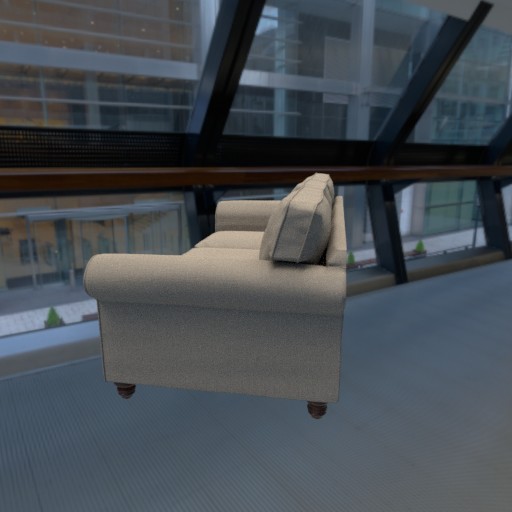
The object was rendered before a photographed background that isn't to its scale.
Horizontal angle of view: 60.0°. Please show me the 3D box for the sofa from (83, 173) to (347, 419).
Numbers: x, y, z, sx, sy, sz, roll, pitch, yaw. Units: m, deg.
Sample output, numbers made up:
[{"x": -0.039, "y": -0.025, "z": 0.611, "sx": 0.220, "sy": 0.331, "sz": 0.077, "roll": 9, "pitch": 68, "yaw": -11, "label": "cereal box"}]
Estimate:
[{"x": 0.000, "y": 0.000, "z": 2.613, "sx": 0.998, "sy": 0.889, "sz": 2.118, "roll": 2, "pitch": 14, "yaw": 10, "label": "sofa"}]
